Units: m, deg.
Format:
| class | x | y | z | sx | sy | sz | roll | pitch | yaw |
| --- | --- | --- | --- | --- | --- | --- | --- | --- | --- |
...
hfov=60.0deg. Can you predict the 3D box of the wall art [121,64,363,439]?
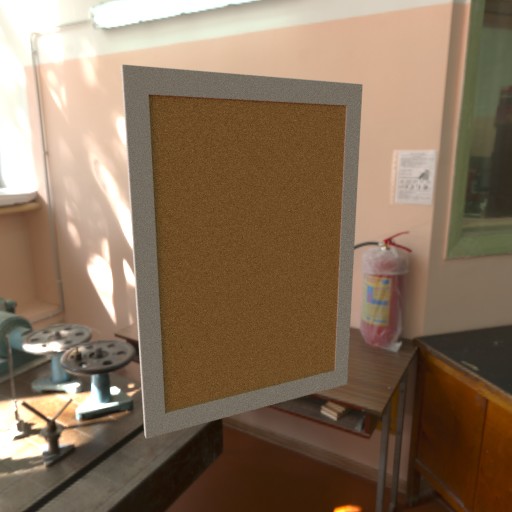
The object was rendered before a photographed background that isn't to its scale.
| class | x | y | z | sx | sy | sz | roll | pitch | yaw |
| --- | --- | --- | --- | --- | --- | --- | --- | --- | --- |
| wall art | 0.000 | 0.000 | 0.694 | 0.374 | 0.529 | 0.012 | -6 | 14 | -25 |
